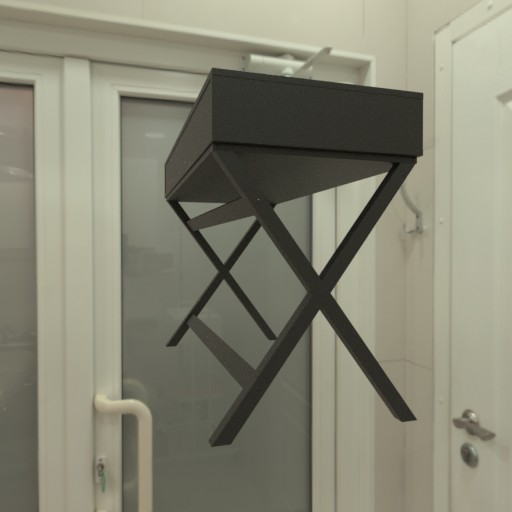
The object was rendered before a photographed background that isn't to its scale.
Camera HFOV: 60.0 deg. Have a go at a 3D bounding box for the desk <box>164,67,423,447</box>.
[{"bbox_3d":[0.000,0.000,1.481,0.504,0.780,1.057,0,1,-17],"label":"desk"}]
